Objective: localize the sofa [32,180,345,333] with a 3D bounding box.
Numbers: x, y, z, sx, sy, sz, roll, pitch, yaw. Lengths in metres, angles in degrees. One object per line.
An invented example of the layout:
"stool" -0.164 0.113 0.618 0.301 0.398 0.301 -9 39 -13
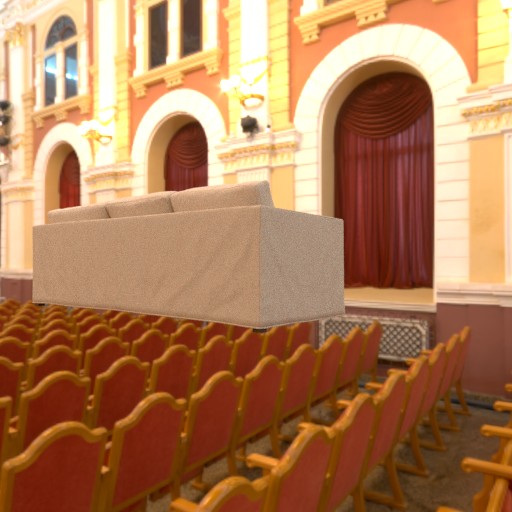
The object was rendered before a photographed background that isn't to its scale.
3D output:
"sofa" 0.000 0.000 4.325 2.432 0.871 3.182 0 -1 36
